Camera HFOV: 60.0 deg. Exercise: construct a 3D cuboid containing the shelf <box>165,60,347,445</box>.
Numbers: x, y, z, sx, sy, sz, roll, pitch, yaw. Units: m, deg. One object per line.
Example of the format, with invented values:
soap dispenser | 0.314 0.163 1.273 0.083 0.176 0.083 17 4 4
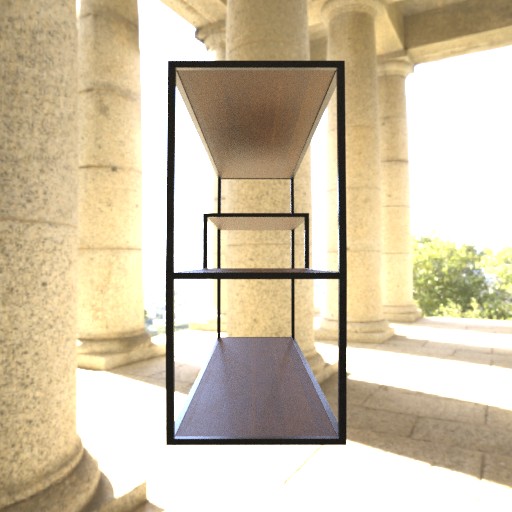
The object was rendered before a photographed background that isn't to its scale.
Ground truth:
shelf | 0.000 0.000 1.479 0.361 0.765 1.201 0 -1 0
